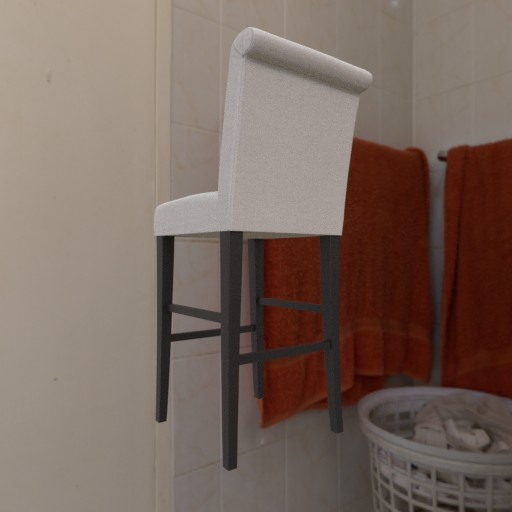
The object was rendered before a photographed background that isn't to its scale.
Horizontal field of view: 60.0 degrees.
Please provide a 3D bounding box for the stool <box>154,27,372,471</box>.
[{"bbox_3d":[0.000,0.000,1.427,0.452,1.124,0.597,0,0,-37],"label":"stool"}]
